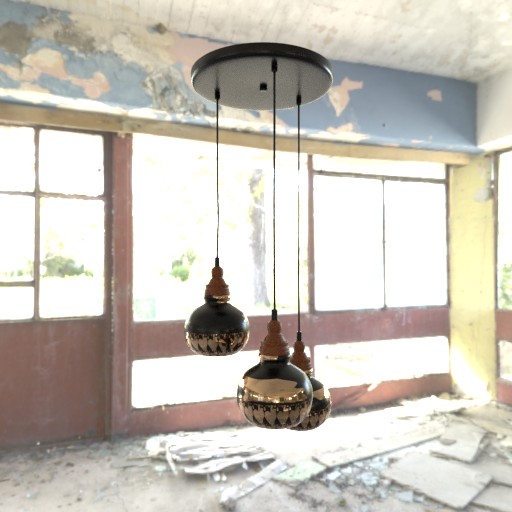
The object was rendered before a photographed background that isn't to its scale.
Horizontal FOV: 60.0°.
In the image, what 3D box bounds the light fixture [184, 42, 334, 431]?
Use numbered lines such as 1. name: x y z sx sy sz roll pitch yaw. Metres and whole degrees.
1. light fixture: 0.000 0.000 1.744 0.605 1.410 0.608 0 -1 16
